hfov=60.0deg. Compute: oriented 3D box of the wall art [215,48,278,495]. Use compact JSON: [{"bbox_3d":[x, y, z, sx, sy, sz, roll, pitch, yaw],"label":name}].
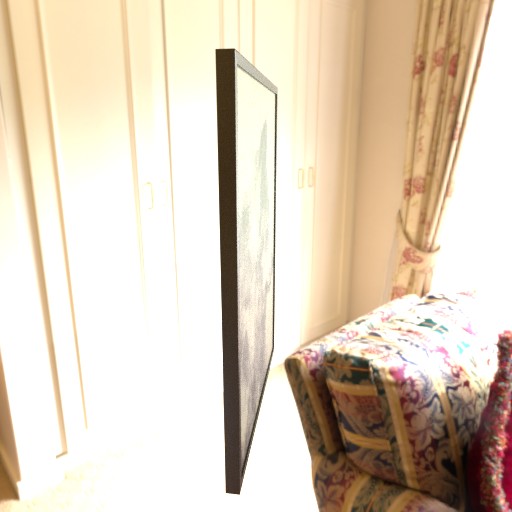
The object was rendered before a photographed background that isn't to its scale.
[{"bbox_3d":[0.000,0.000,1.389,0.039,1.061,0.804,2,16,8],"label":"wall art"}]
